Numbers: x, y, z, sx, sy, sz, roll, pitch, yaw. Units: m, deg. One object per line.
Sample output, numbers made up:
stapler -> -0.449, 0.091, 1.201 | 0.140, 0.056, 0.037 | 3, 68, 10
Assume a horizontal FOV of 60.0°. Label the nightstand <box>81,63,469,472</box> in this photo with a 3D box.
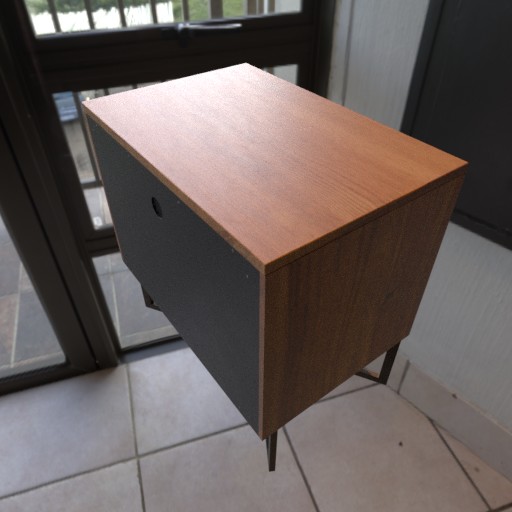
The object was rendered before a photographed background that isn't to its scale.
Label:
nightstand -> 0.000, 0.000, 1.006 | 0.427, 0.615, 0.613 | -26, 47, -27
